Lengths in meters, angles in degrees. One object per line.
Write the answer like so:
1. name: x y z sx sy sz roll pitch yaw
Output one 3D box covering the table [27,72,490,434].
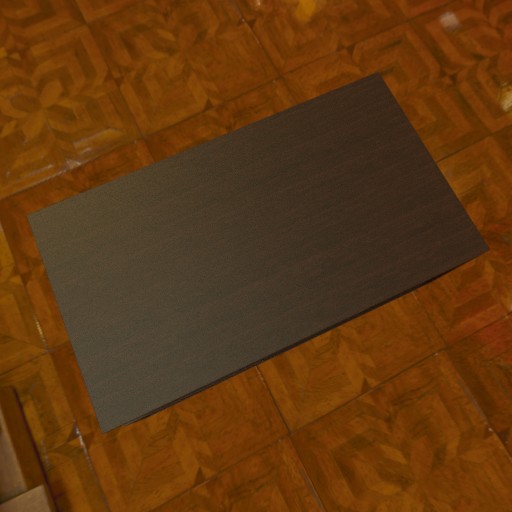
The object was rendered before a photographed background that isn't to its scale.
1. table: 0.000 0.000 1.367 1.050 0.460 0.590 -24 76 -6
